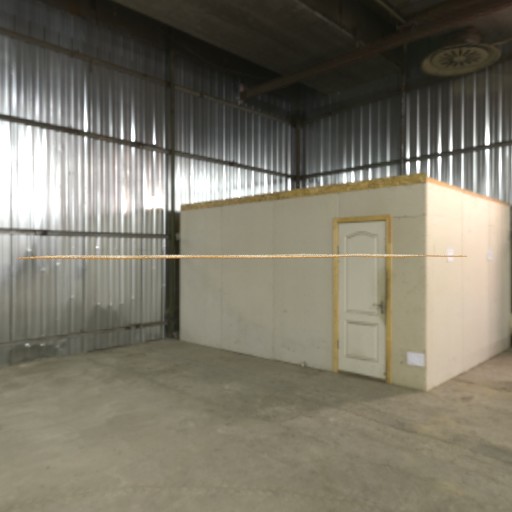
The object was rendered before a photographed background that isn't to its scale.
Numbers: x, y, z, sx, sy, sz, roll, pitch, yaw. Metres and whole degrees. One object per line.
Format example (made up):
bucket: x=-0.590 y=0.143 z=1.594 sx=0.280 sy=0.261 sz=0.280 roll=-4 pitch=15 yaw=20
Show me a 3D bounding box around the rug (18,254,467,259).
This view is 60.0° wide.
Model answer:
rug: x=0.000 y=0.000 z=2.514 sx=2.294 sy=0.014 sz=0.704 roll=0 pitch=1 yaw=-17
